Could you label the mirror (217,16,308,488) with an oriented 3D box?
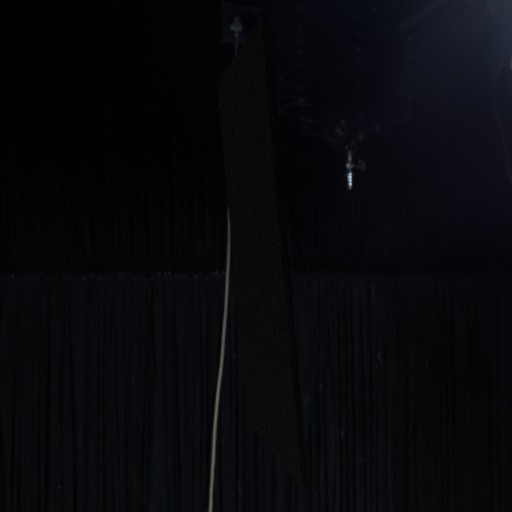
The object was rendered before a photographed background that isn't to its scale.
[{"bbox_3d":[0.000,0.000,2.285,0.221,2.020,0.812,0,1,-18],"label":"mirror"}]
